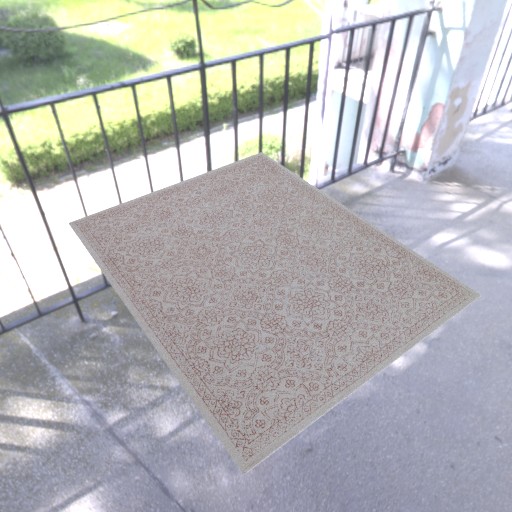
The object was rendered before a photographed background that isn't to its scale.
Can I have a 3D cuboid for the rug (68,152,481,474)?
[{"bbox_3d":[0.000,0.000,4.082,2.441,0.015,3.050,-26,48,-26],"label":"rug"}]
